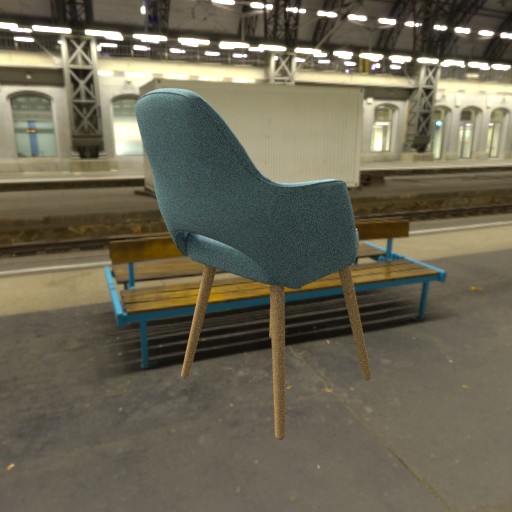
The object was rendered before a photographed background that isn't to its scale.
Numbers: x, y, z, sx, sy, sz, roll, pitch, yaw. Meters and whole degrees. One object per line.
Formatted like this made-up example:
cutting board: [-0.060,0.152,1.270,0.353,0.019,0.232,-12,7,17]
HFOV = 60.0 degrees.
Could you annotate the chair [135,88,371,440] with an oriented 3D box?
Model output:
chair: [0.000,0.000,1.356,0.666,0.920,0.589,-14,21,-42]
